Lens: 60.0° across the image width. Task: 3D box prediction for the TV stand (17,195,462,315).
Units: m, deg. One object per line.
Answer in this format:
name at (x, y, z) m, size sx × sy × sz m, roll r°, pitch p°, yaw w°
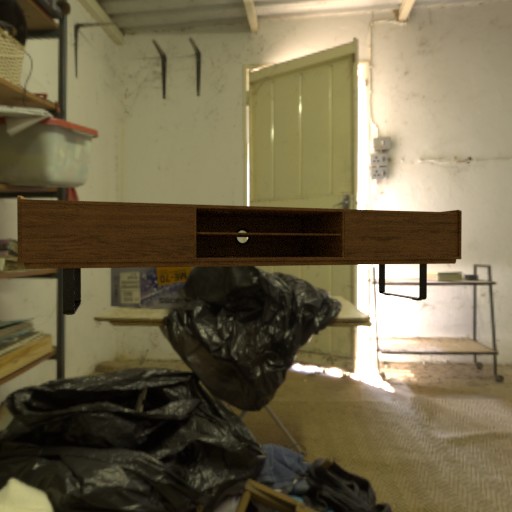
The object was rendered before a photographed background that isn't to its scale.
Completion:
TV stand at (0.000, 0.000, 1.950) m, size 1.796 × 0.415 × 0.467 m, roll 0°, pitch 1°, yaw -18°
